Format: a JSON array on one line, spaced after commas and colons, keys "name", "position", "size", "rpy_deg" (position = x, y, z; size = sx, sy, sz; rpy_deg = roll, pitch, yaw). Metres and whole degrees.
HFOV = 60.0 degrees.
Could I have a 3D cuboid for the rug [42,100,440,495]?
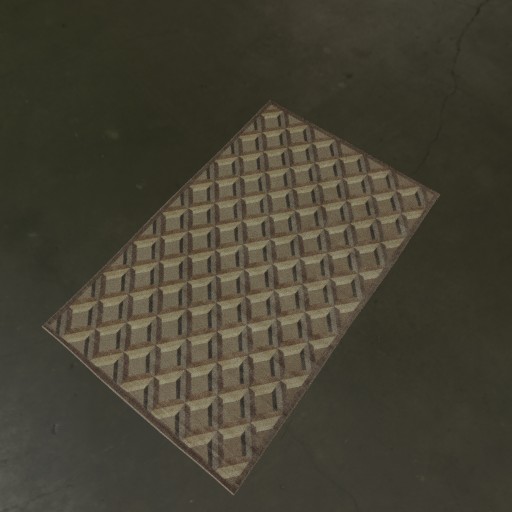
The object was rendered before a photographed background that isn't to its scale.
[{"name": "rug", "position": [0.000, 0.000, 2.073], "size": [1.066, 0.011, 1.677], "rpy_deg": [34, 68, 16]}]
